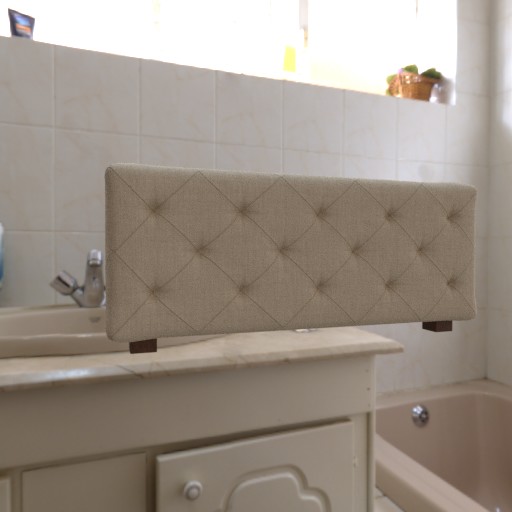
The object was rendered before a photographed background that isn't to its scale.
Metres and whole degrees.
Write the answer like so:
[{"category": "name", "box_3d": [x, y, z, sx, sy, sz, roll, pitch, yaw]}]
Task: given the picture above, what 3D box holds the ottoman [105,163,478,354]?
[{"category": "ottoman", "box_3d": [0.000, 0.000, 1.599, 1.028, 0.439, 1.028, 0, 1, -19]}]
